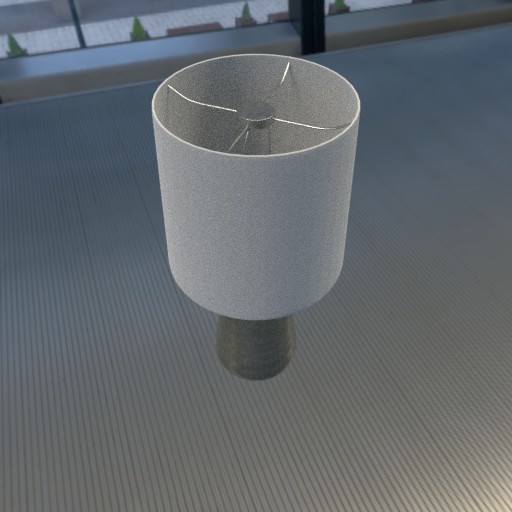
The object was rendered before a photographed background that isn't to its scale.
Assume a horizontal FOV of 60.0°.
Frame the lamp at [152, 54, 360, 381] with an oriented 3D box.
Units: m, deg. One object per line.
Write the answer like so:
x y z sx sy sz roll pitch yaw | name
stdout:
0.000 0.000 0.487 0.186 0.369 0.186 0 47 0 | lamp
